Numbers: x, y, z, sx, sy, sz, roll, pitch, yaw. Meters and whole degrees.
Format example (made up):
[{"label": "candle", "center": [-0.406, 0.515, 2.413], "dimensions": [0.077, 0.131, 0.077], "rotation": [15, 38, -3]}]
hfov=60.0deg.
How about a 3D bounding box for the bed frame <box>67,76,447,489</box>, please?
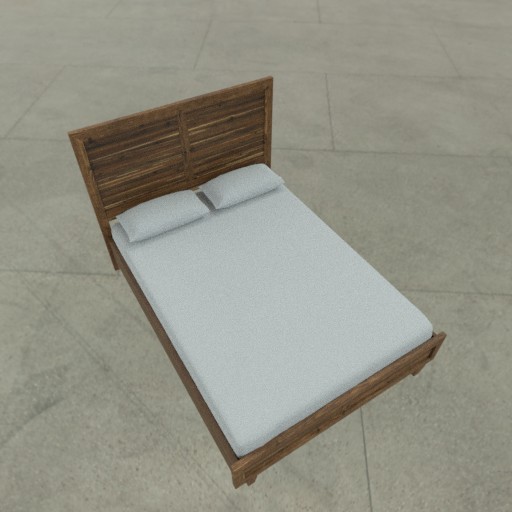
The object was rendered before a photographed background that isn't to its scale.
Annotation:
[{"label": "bed frame", "center": [0.000, 0.000, 3.245], "dimensions": [1.696, 1.417, 2.276], "rotation": [-24, 51, -21]}]
